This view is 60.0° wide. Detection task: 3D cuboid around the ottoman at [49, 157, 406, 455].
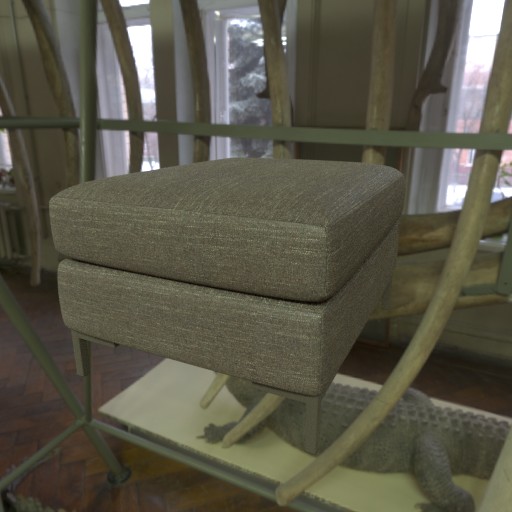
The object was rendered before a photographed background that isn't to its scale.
[{"bbox_3d":[0.000,0.000,1.224,0.671,0.490,0.820,8,19,25],"label":"ottoman"}]
